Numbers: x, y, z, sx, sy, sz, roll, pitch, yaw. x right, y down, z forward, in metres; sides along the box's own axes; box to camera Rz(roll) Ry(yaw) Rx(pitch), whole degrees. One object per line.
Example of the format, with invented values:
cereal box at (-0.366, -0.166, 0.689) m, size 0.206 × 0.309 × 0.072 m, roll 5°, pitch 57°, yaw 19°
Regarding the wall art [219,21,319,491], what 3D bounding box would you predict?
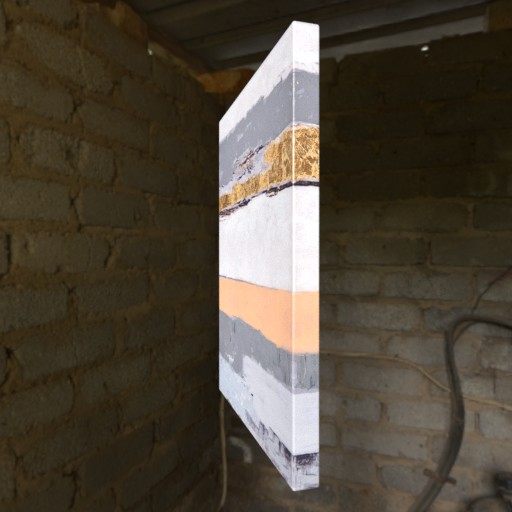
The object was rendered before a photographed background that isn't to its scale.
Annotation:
wall art at (0.000, 0.000, 0.795) m, size 0.038 × 0.609 × 0.456 m, roll 0°, pitch 0°, yaw -17°
